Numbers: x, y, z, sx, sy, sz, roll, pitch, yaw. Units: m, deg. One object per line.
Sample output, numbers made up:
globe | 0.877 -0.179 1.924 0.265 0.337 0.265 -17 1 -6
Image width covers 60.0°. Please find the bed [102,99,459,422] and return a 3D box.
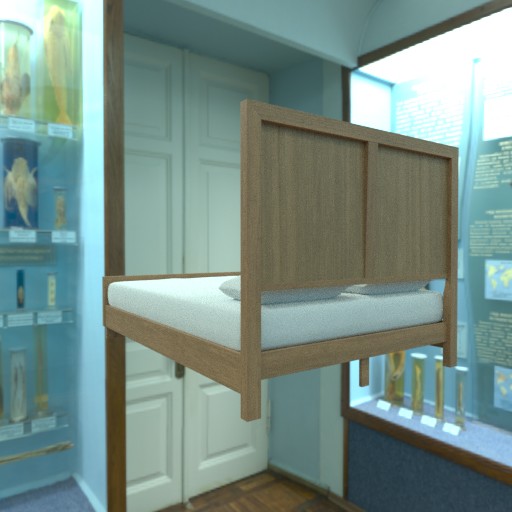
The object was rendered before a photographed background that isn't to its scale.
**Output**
bed | 0.000 0.000 3.256 1.606 1.387 2.184 -1 1 -35
